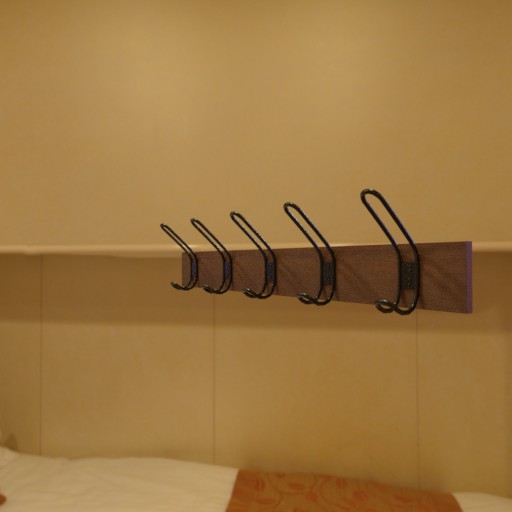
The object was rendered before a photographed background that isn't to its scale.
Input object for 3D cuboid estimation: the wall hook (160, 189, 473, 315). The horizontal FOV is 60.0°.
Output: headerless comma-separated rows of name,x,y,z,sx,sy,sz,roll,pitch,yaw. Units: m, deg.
wall hook,0.000,0.000,0.599,0.076,0.116,0.554,1,-1,-36
